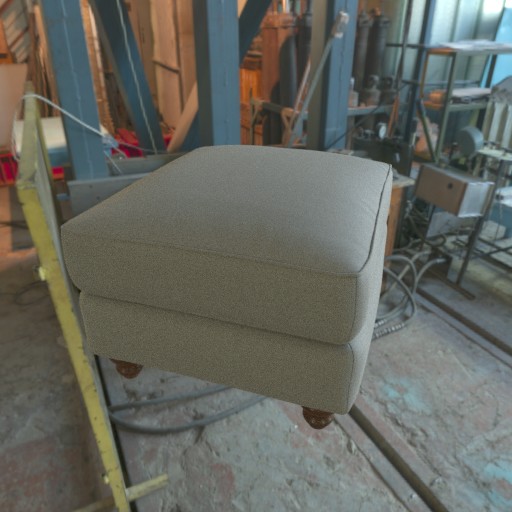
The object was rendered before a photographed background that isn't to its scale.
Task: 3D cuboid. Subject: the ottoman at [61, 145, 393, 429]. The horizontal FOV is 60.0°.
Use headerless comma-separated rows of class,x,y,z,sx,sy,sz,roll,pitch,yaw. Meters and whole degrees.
ottoman,0.000,0.000,1.190,0.662,0.505,0.716,9,29,17
